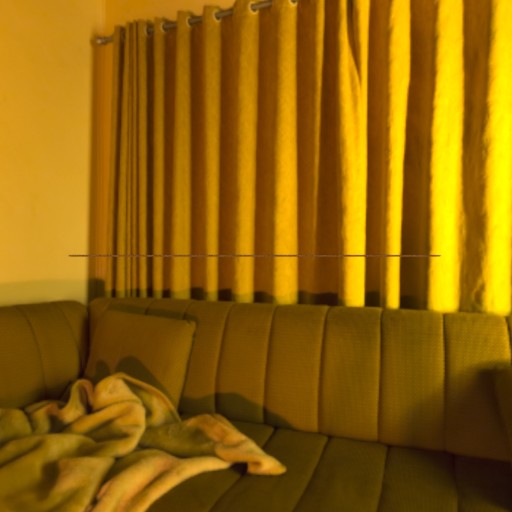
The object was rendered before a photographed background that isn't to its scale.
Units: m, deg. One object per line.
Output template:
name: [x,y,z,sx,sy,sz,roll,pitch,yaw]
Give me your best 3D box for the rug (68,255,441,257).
rug: [0.000,0.000,3.013,1.523,0.008,2.438,0,0,0]
